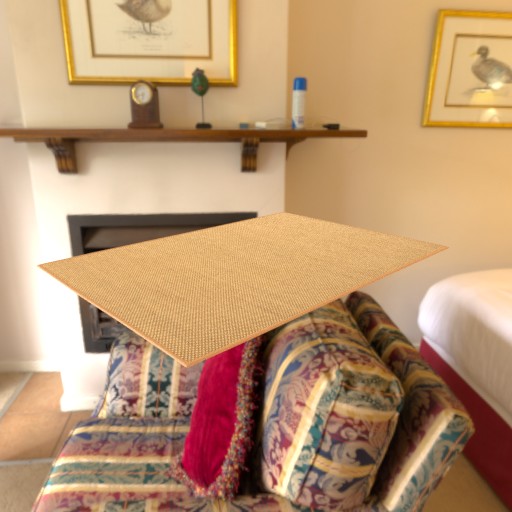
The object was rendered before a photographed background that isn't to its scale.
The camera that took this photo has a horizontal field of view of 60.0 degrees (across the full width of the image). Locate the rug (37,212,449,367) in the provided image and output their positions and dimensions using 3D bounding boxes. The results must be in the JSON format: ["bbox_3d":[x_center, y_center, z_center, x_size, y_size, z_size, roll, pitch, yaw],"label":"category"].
[{"bbox_3d":[0.000,0.000,2.786,2.134,0.013,1.524,-16,24,-41],"label":"rug"}]
